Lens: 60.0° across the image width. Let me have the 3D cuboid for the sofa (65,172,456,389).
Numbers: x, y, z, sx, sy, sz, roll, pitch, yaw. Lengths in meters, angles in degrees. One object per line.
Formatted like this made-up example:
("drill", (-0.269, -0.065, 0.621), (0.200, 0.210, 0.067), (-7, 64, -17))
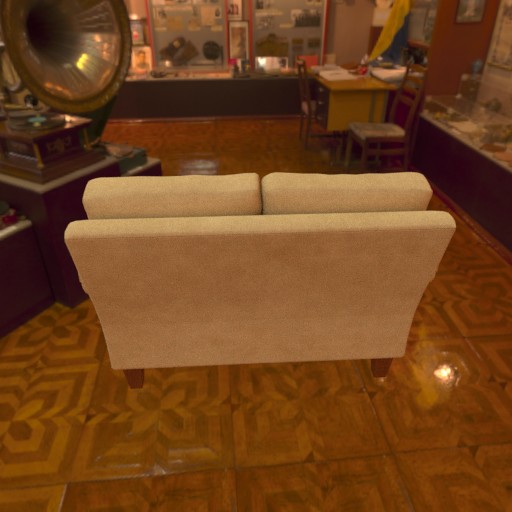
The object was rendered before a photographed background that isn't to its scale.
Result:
("sofa", (0.000, 0.000, 2.287), (1.498, 1.087, 1.086), (-2, 31, -3))
